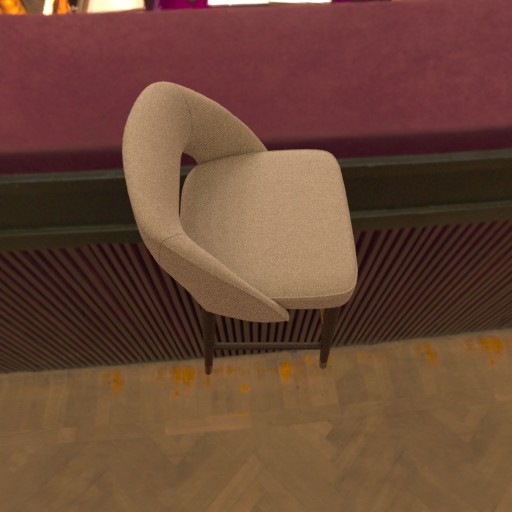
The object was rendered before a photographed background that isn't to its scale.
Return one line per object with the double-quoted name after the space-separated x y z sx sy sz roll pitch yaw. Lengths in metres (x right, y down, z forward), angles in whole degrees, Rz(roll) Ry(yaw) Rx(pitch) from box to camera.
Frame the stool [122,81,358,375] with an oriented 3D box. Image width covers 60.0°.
0.000 0.000 1.304 0.509 1.037 0.494 -3 63 -1 "stool"
